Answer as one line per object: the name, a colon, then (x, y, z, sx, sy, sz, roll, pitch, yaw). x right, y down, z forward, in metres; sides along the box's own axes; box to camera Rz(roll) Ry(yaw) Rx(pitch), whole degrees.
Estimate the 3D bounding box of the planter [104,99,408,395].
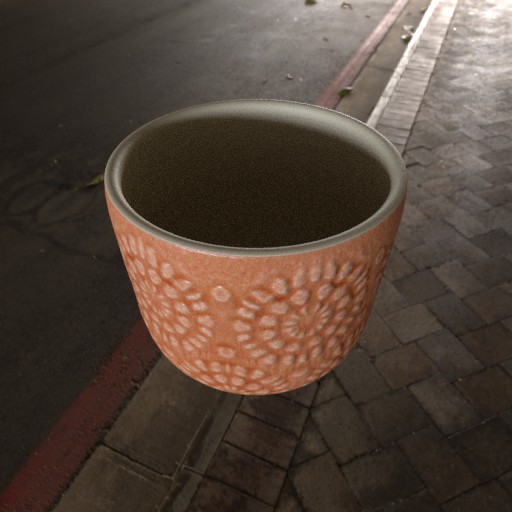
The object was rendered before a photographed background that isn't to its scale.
planter: (0.000, 0.000, 0.220, 0.124, 0.109, 0.124, 0, 42, 0)
